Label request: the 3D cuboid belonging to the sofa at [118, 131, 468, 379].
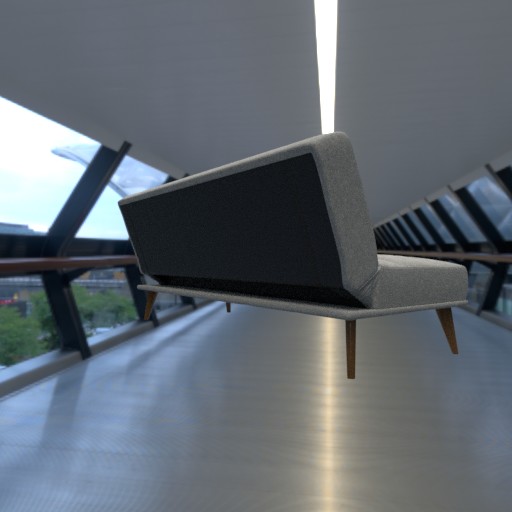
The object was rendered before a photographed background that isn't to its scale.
[{"bbox_3d":[0.000,0.000,2.296,0.860,0.810,1.800,0,0,-36],"label":"sofa"}]
